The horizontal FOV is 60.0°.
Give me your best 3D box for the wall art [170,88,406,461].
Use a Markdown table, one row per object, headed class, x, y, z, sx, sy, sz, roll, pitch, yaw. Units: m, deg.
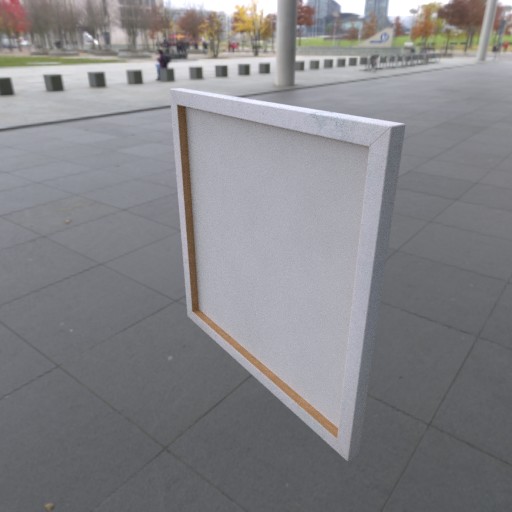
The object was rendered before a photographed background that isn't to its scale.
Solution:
| class | x | y | z | sx | sy | sz | roll | pitch | yaw |
| --- | --- | --- | --- | --- | --- | --- | --- | --- | --- |
| wall art | 0.000 | 0.000 | 1.150 | 0.038 | 0.762 | 0.762 | -18 | 31 | -33 |
